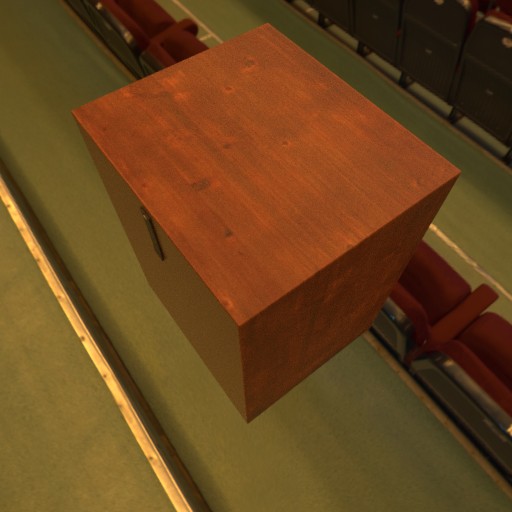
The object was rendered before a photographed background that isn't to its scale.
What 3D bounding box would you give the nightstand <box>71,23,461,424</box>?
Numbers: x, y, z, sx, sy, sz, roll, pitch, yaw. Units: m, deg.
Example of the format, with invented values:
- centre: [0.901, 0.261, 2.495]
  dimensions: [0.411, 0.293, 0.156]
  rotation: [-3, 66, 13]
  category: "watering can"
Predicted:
- centre: [0.000, 0.000, 0.979]
  dimensions: [0.410, 0.695, 0.465]
  rotation: [-33, 64, -18]
  category: "nightstand"
